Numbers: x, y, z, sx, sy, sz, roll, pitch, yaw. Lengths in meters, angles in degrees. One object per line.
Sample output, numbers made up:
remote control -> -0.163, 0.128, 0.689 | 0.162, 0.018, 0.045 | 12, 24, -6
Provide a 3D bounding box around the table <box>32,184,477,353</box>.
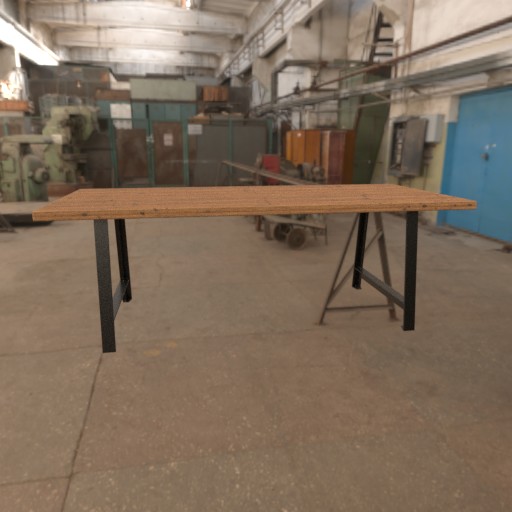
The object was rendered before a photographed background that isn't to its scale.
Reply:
table -> 0.000, 0.000, 2.728 | 2.200, 0.757, 1.000 | -2, 15, -9
